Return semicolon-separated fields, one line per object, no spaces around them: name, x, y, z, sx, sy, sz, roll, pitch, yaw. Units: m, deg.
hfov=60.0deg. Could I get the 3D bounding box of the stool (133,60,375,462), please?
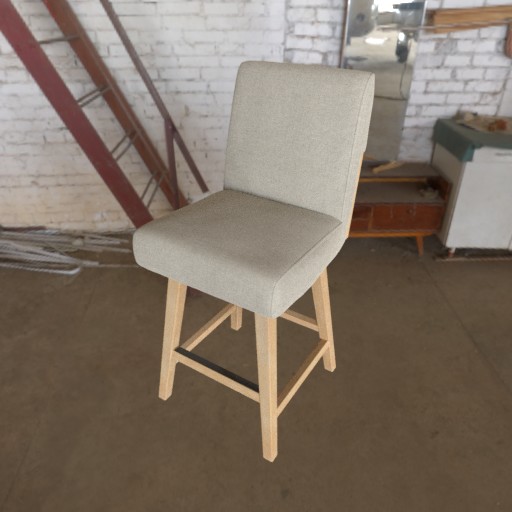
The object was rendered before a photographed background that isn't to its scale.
stool;0.000;0.000;1.432;0.507;1.085;0.606;18;36;28
